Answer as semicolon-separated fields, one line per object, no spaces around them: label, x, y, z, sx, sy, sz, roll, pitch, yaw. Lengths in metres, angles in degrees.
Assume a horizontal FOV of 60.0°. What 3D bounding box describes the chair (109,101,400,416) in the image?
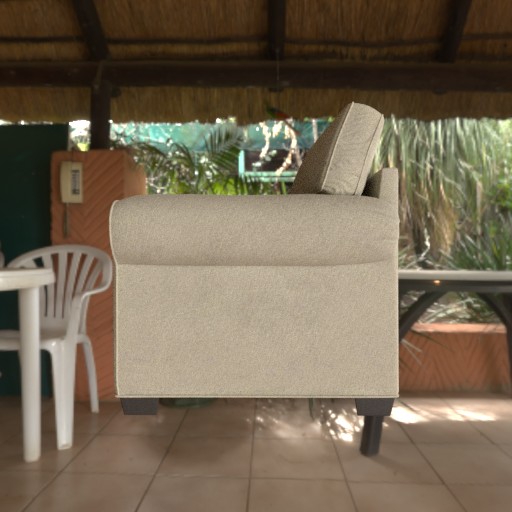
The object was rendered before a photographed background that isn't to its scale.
chair;0.000;0.000;1.913;0.939;1.044;1.147;0;0;1
